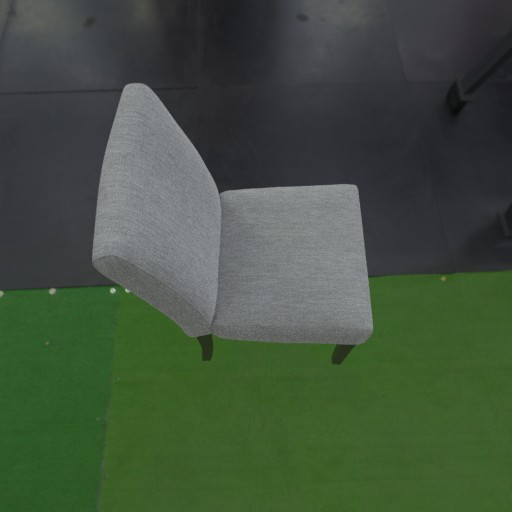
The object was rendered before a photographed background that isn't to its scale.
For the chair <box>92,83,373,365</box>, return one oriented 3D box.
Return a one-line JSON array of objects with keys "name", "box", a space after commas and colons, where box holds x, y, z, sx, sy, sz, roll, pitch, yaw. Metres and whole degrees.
[{"name": "chair", "box": [0.000, 0.000, 1.279, 0.629, 0.884, 0.487, 0, 65, 0]}]
